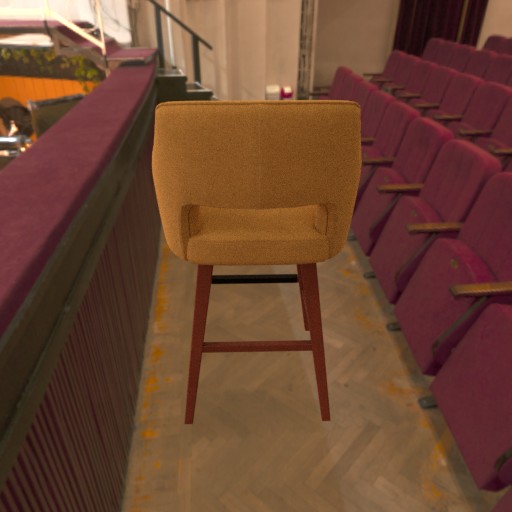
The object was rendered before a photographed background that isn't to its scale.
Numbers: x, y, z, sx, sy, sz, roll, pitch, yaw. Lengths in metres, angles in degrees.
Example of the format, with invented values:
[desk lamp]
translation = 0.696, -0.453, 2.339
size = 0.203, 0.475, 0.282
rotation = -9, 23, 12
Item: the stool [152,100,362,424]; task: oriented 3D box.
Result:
[stool]
translation = 0.000, 0.000, 1.357
size = 0.548, 1.012, 0.558
rotation = -1, 30, -1
